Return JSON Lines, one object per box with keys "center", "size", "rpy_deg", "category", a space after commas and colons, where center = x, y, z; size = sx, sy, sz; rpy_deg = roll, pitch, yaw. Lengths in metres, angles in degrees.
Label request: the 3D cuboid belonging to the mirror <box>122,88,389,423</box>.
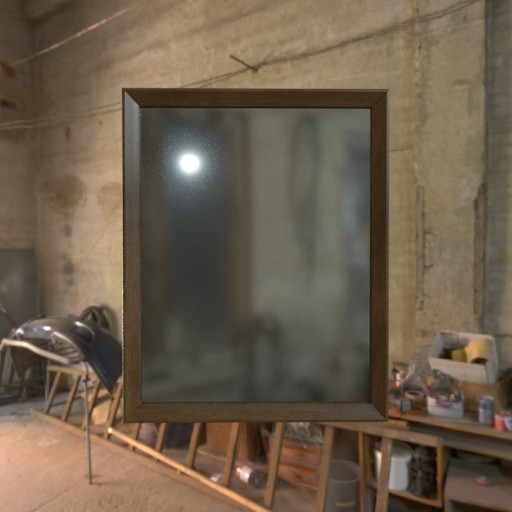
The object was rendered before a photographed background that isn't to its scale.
{"center": [0.000, 0.000, 0.694], "size": [0.406, 0.509, 0.041], "rpy_deg": [0, 1, -1], "category": "mirror"}
